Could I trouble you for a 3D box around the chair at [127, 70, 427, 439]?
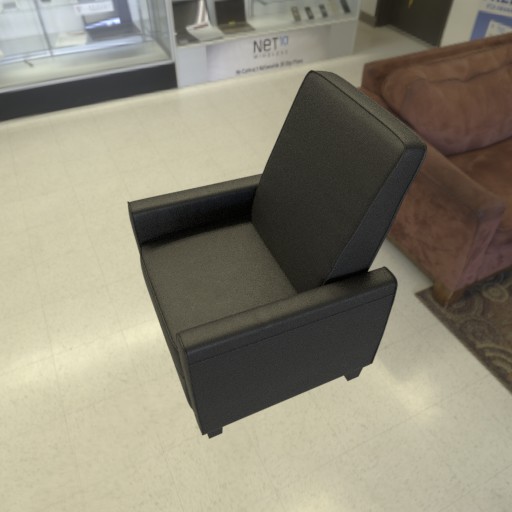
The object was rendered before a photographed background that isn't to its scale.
[{"bbox_3d":[0.000,0.000,1.525,0.746,1.013,0.705,-17,48,-16],"label":"chair"}]
